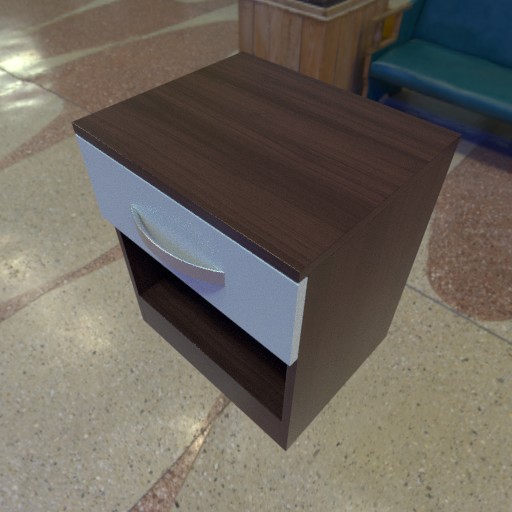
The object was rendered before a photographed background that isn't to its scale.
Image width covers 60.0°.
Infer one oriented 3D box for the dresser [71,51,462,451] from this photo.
[{"bbox_3d":[0.000,0.000,0.753,0.400,0.470,0.360,34,55,28],"label":"dresser"}]
